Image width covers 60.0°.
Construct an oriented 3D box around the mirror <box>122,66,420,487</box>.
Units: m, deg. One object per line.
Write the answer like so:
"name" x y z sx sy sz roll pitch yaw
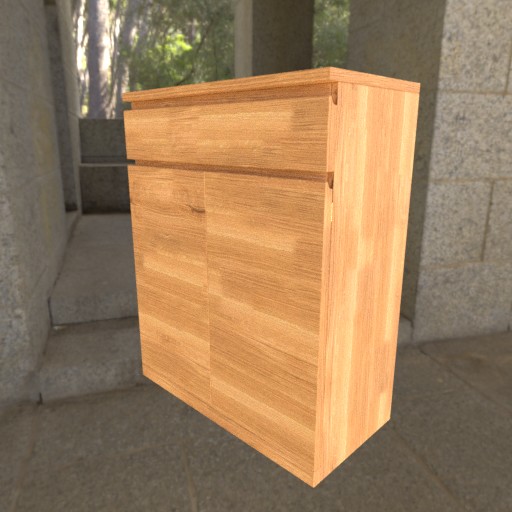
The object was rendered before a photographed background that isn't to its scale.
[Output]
"mirror" 0.000 0.000 1.409 0.800 1.000 0.400 14 21 42
